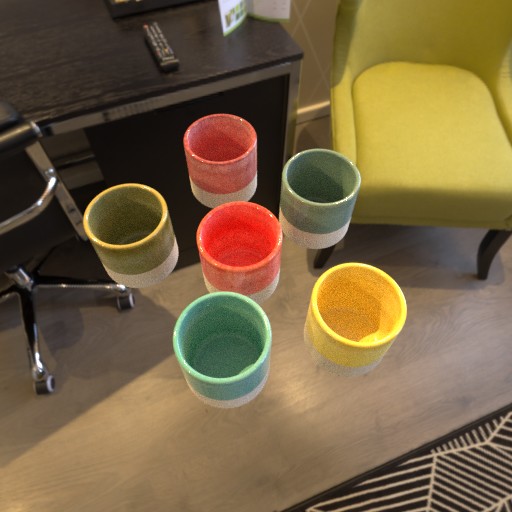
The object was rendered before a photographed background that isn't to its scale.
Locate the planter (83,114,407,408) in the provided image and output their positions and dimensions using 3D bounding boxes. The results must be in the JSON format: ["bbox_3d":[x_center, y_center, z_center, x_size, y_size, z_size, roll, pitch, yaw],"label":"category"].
[{"bbox_3d":[0.000,0.000,0.418,0.286,0.075,0.257,32,63,19],"label":"planter"}]
